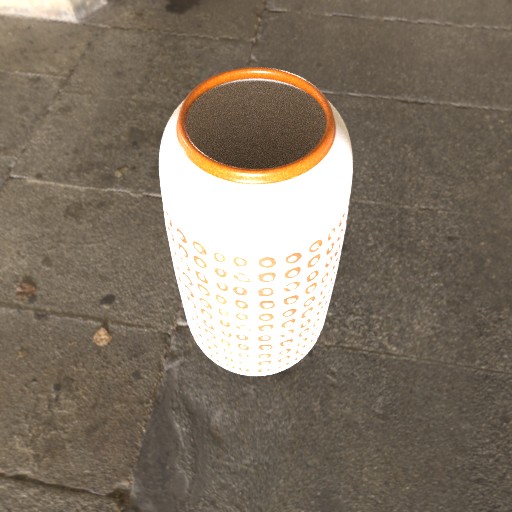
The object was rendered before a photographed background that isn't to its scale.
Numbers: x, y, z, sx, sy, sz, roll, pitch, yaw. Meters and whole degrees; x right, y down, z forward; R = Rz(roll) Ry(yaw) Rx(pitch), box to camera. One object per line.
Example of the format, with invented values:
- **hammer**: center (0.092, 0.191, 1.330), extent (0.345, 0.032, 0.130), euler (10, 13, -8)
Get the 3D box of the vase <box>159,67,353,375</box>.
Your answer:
- **vase**: center (0.000, 0.000, 0.352), extent (0.133, 0.282, 0.133), euler (0, 58, 0)
